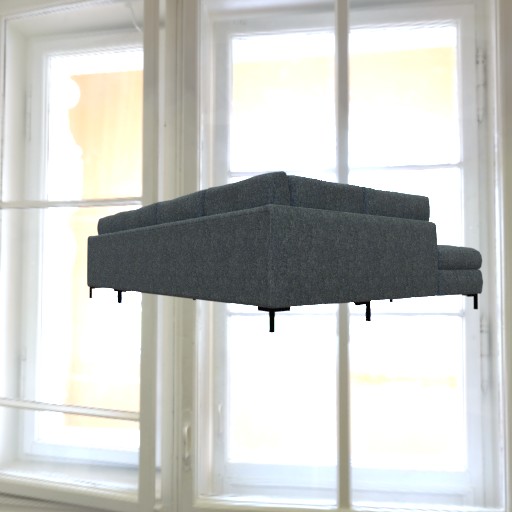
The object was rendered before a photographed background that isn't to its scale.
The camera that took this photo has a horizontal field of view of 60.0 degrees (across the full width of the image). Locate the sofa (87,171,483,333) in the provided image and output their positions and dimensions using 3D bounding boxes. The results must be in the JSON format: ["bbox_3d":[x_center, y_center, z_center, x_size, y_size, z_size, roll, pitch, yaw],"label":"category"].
[{"bbox_3d":[0.000,0.000,3.571,1.879,0.756,2.737,1,-2,-37],"label":"sofa"}]
